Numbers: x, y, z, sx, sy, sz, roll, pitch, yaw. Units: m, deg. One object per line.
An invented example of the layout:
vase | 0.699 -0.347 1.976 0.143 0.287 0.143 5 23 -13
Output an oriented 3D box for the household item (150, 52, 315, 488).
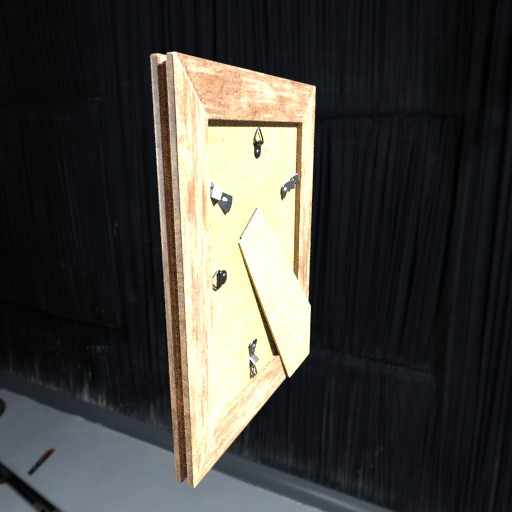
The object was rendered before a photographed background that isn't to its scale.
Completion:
household item | 0.000 0.000 0.311 0.018 0.237 0.186 8 18 26
